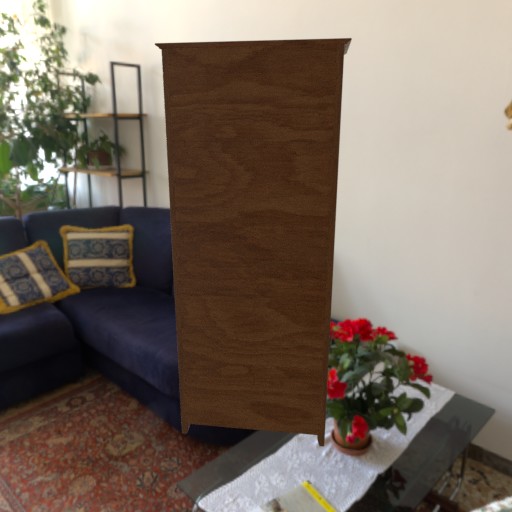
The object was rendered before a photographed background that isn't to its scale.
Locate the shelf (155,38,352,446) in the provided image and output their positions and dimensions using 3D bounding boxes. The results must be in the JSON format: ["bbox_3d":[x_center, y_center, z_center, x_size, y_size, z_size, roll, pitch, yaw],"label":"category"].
[{"bbox_3d":[0.000,0.000,2.213,0.805,1.905,0.335,2,16,8],"label":"shelf"}]
